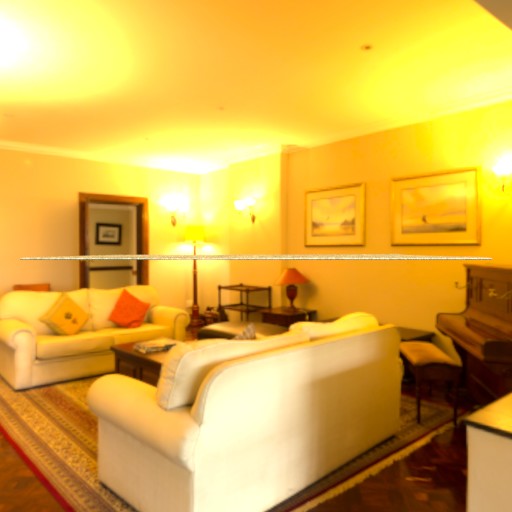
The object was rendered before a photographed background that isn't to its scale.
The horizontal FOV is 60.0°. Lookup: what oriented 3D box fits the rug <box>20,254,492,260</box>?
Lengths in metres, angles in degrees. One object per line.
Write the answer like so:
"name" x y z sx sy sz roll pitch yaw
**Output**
"rug" 0.000 0.000 3.057 2.447 0.021 1.527 0 1 0
